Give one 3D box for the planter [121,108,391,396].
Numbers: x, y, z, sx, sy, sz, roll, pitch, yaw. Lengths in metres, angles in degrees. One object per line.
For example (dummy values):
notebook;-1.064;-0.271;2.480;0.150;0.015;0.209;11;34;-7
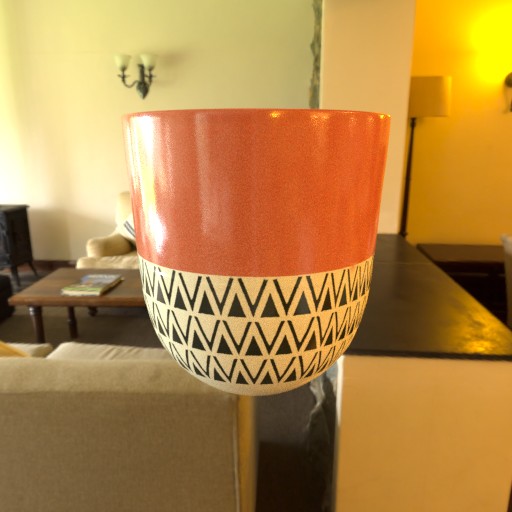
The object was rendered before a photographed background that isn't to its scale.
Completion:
planter;0.000;0.000;0.359;0.195;0.214;0.195;0;14;0
